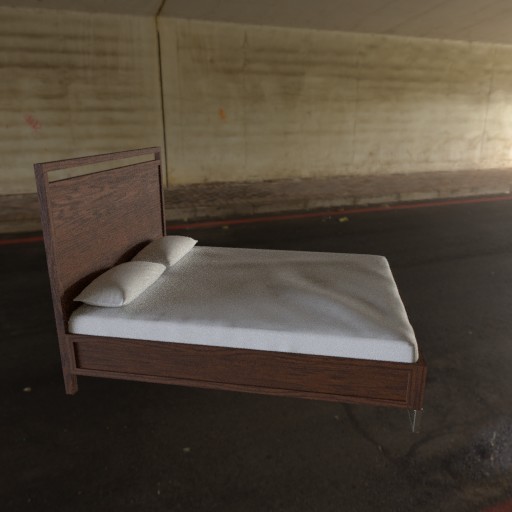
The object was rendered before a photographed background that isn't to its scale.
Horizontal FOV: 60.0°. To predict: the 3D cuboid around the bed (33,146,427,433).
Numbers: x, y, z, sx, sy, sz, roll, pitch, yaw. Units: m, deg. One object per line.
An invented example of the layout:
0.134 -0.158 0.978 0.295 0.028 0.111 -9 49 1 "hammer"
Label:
0.000 0.000 3.340 2.218 1.487 1.765 3 17 10 "bed"
